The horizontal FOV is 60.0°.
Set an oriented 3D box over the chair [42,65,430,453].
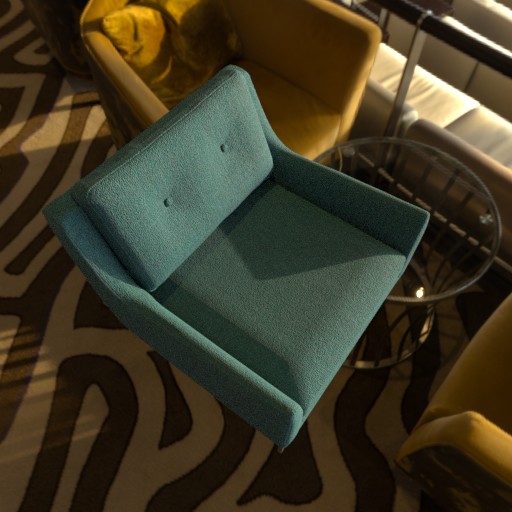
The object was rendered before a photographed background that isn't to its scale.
[{"bbox_3d":[0.000,0.000,1.513,0.849,0.828,0.847,32,63,19],"label":"chair"}]
